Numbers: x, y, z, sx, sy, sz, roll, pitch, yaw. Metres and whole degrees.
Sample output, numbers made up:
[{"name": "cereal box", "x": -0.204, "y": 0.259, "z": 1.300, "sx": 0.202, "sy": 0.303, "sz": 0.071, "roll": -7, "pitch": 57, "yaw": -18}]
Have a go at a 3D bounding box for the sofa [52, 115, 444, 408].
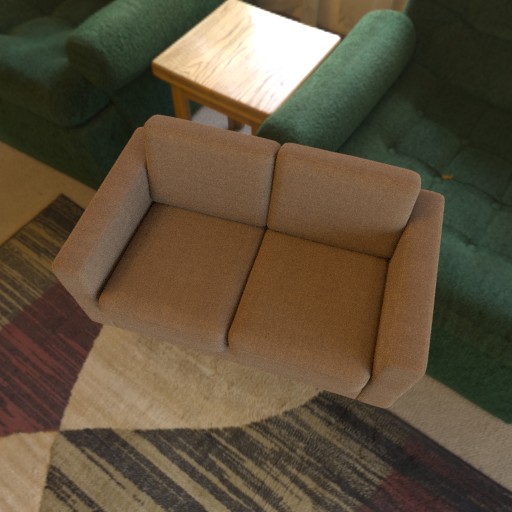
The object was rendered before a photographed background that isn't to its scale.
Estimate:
[{"name": "sofa", "x": 0.000, "y": 0.000, "z": 2.025, "sx": 1.520, "sy": 0.800, "sz": 0.900, "roll": 15, "pitch": 60, "yaw": 9}]
